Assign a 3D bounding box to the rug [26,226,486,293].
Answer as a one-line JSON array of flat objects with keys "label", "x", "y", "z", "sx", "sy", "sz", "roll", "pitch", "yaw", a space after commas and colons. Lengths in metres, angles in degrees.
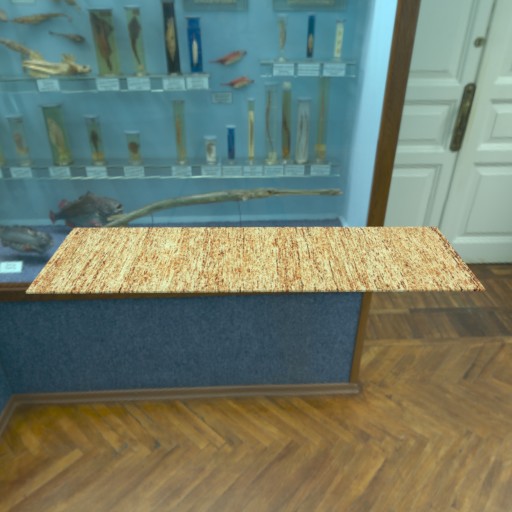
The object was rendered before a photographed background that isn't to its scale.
[{"label": "rug", "x": 0.000, "y": 0.000, "z": 2.441, "sx": 2.237, "sy": 0.014, "sz": 0.680, "roll": 0, "pitch": 31, "yaw": 0}]
